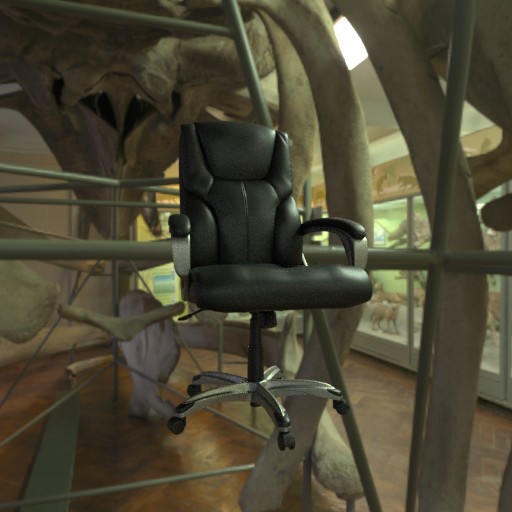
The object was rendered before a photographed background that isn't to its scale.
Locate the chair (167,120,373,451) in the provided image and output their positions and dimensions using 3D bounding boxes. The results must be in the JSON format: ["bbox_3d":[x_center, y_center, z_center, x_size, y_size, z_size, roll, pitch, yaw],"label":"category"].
[{"bbox_3d":[0.000,0.000,1.621,0.663,1.155,0.739,0,1,-17],"label":"chair"}]
